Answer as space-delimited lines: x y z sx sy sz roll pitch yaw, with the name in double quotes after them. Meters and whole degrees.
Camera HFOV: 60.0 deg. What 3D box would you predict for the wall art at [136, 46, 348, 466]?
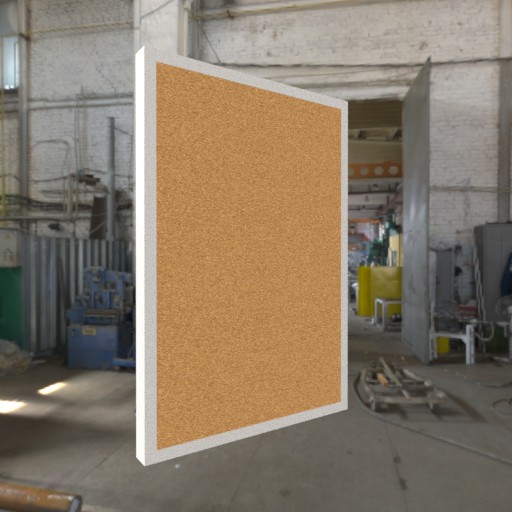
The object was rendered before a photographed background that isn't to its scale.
0.000 0.000 0.836 0.450 0.657 0.038 0 0 -35 "wall art"
